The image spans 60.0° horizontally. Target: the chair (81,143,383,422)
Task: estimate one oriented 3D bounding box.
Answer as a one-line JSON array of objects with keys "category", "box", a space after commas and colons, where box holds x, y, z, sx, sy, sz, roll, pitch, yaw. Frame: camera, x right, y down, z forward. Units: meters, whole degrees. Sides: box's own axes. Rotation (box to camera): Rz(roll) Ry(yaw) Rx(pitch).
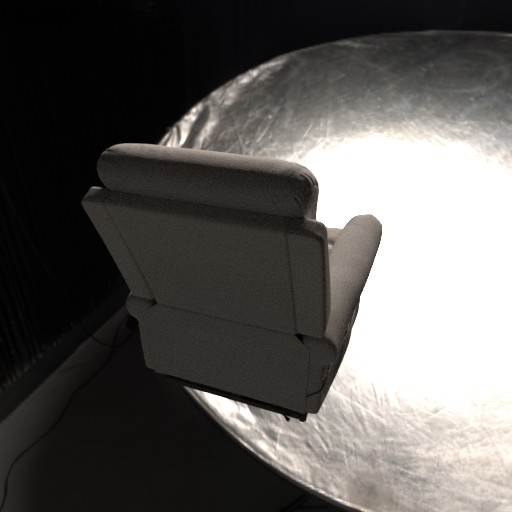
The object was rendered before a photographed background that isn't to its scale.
[{"category": "chair", "box": [0.000, 0.000, 1.693, 0.871, 1.031, 0.979, 10, 32, 17]}]
